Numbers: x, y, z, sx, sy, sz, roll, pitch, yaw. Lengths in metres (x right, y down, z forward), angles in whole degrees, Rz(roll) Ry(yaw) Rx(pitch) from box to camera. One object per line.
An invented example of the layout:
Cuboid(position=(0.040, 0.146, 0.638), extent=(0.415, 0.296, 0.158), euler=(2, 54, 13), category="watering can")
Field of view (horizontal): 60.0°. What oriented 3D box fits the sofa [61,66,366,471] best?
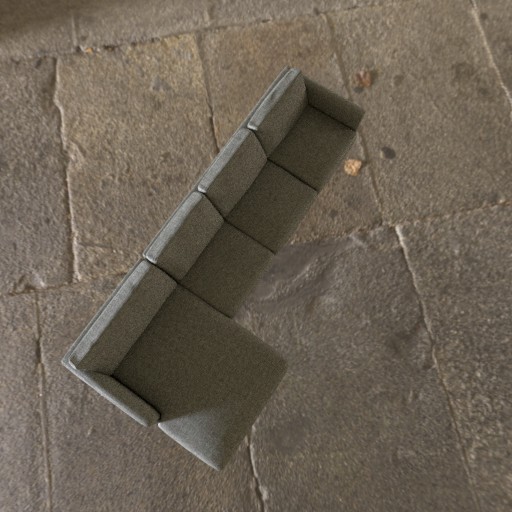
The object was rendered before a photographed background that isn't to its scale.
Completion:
Cuboid(position=(0.000, 0.000, 4.157), extent=(1.635, 0.960, 3.485), euler=(33, 78, 8), category="sofa")
